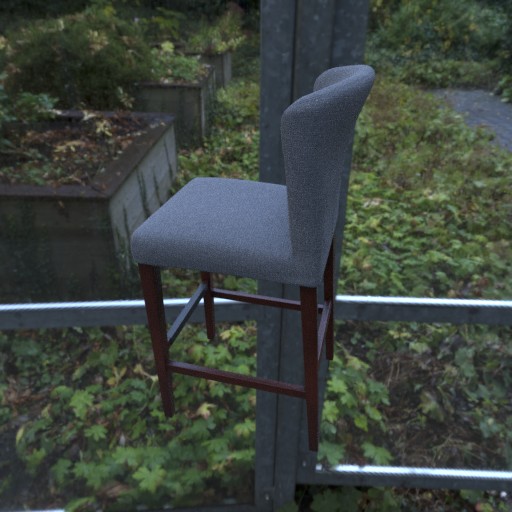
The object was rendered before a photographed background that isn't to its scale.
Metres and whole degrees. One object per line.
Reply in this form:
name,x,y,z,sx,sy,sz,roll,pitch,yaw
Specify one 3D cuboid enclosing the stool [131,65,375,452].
stool,0.000,0.000,1.340,0.568,1.069,0.486,8,31,13
